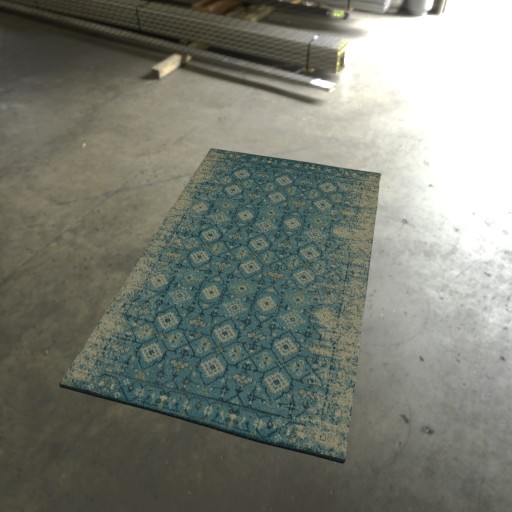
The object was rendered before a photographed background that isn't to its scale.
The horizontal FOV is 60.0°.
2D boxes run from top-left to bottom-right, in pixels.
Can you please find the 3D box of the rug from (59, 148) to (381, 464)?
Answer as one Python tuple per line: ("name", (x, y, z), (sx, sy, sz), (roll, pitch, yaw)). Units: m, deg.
("rug", (0.000, 0.000, 3.040), (1.530, 0.015, 2.449), (11, 46, 11))
